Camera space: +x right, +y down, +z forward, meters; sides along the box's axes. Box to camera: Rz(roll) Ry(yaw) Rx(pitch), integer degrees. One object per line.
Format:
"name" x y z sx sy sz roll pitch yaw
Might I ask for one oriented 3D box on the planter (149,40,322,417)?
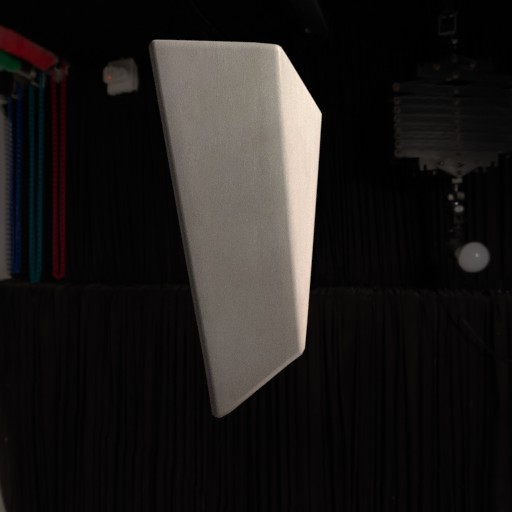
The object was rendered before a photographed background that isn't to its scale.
"planter" 0.000 0.000 0.265 0.060 0.197 0.150 0 -1 19
